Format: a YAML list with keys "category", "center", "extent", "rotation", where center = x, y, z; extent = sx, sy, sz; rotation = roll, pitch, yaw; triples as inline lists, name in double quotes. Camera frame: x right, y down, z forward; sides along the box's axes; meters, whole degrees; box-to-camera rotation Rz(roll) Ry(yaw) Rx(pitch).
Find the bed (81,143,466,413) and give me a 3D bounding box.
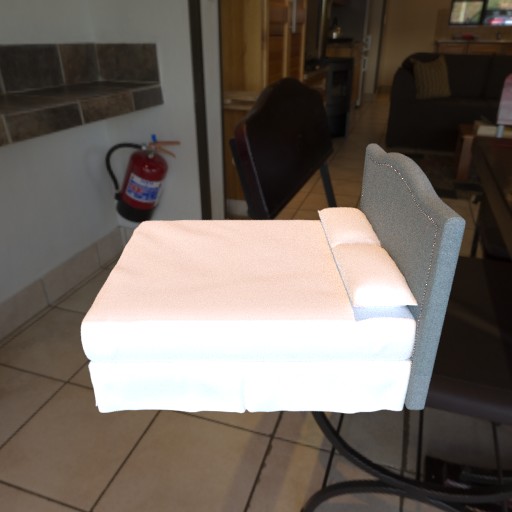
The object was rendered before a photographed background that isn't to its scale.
- category: "bed"
  center: [0.000, 0.000, 3.288]
  extent: [2.143, 1.460, 1.753]
  rotation: [0, 26, 0]
